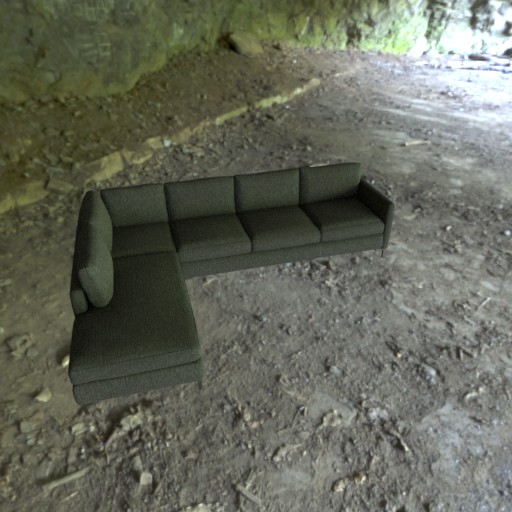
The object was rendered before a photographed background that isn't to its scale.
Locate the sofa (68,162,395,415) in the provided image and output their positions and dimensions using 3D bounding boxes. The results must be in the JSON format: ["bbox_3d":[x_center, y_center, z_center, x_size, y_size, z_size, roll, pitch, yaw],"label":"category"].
[{"bbox_3d":[0.000,0.000,3.809,2.949,0.815,2.007,-9,33,-13],"label":"sofa"}]
